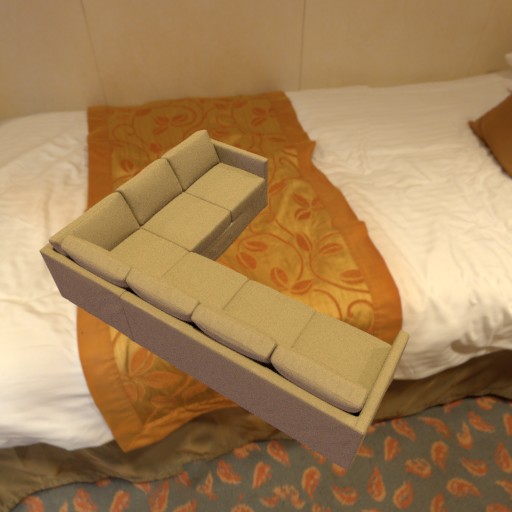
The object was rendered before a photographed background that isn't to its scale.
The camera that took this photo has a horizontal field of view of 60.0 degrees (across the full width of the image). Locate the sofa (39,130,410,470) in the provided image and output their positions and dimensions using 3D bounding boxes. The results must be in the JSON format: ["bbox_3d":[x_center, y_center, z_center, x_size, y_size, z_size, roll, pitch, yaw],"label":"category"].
[{"bbox_3d":[0.000,0.000,4.331,3.182,0.871,2.432,24,50,22],"label":"sofa"}]
